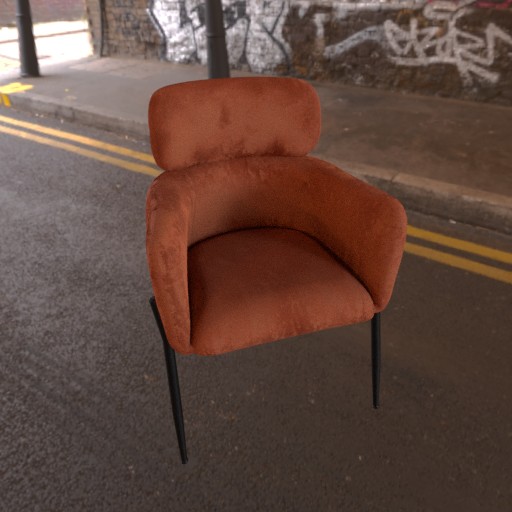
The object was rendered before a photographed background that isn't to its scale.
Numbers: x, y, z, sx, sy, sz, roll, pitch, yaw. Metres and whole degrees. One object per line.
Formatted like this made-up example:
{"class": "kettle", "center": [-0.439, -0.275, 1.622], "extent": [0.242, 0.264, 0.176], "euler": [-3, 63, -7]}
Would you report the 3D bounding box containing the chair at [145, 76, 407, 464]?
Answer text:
{"class": "chair", "center": [0.000, 0.000, 1.124], "extent": [0.561, 0.772, 0.523], "euler": [-10, 34, -15]}
